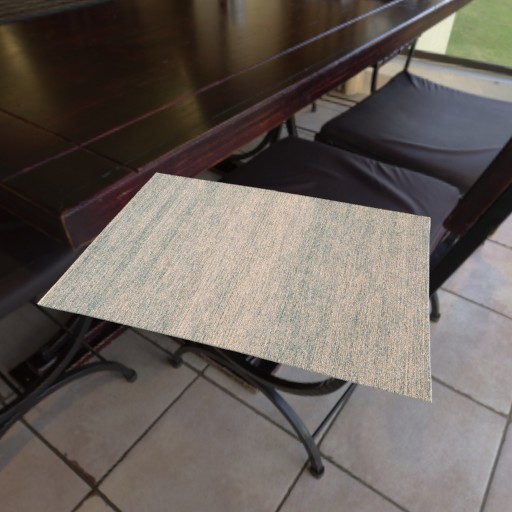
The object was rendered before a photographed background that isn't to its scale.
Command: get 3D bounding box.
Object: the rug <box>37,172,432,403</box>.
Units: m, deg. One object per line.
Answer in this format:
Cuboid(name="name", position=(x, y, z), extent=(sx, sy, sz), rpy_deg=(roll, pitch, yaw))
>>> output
Cuboid(name="rug", position=(0.000, 0.000, 3.025), extent=(2.306, 0.030, 1.613), rpy_deg=(11, 43, 13))
